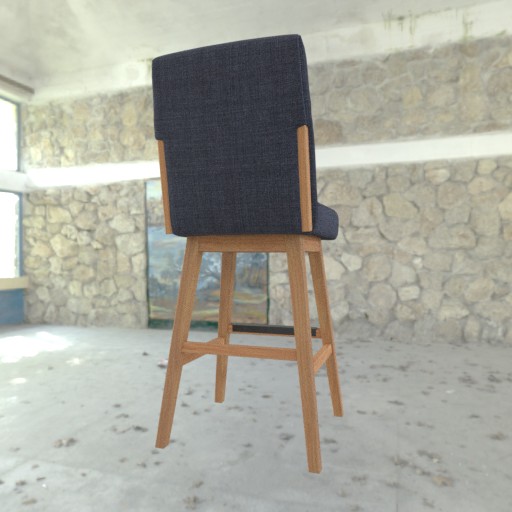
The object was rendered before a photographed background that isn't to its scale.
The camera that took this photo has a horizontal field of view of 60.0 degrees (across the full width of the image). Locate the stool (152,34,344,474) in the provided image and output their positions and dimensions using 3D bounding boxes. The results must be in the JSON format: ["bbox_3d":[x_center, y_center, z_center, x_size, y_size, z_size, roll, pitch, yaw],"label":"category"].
[{"bbox_3d":[0.000,0.000,1.398,0.483,1.112,0.570,0,0,19],"label":"stool"}]
